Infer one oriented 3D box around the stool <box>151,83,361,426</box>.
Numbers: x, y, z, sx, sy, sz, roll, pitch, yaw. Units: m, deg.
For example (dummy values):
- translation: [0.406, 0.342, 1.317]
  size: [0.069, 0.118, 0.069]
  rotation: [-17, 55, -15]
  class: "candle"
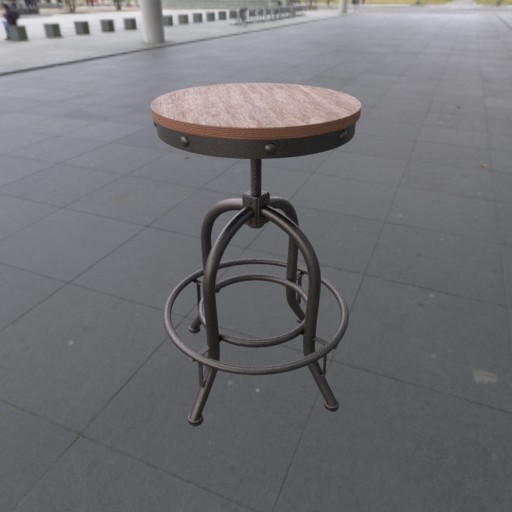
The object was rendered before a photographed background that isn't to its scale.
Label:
- translation: [0.000, 0.000, 0.903]
  size: [0.439, 0.609, 0.439]
  rotation: [22, 37, 32]
  class: "stool"
